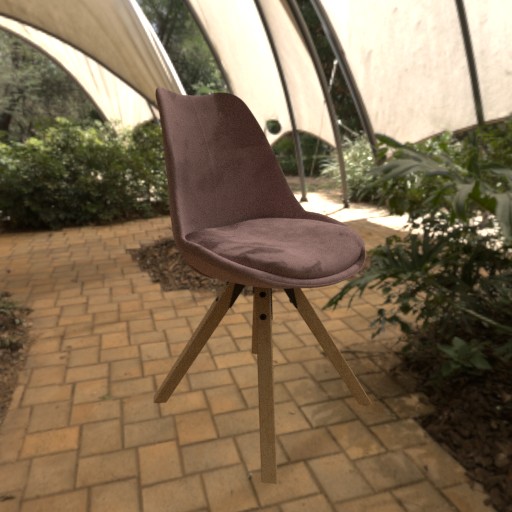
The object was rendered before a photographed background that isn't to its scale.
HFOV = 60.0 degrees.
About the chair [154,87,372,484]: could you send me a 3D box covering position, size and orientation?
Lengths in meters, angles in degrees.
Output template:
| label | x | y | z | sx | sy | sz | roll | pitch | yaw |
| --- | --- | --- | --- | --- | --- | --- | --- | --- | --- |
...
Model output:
| label | x | y | z | sx | sy | sz | roll | pitch | yaw |
| --- | --- | --- | --- | --- | --- | --- | --- | --- | --- |
| chair | 0.000 | 0.000 | 1.167 | 0.550 | 0.850 | 0.485 | 15 | 22 | 42 |
